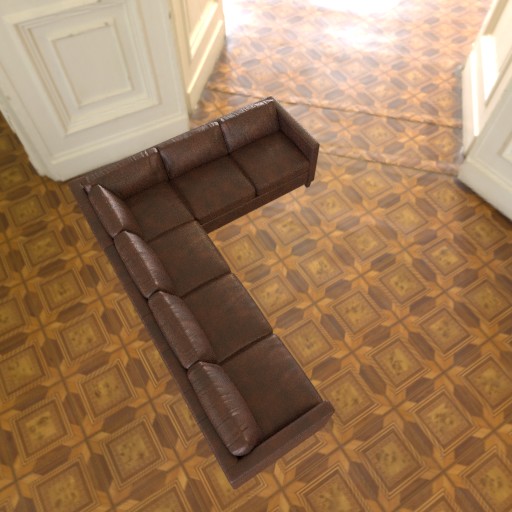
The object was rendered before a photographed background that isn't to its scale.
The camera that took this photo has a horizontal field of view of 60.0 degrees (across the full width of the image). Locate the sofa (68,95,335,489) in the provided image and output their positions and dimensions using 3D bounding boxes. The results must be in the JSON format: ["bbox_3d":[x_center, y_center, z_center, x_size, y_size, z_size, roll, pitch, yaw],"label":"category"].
[{"bbox_3d":[0.000,0.000,4.252,2.438,0.836,3.152,-29,63,-16],"label":"sofa"}]
